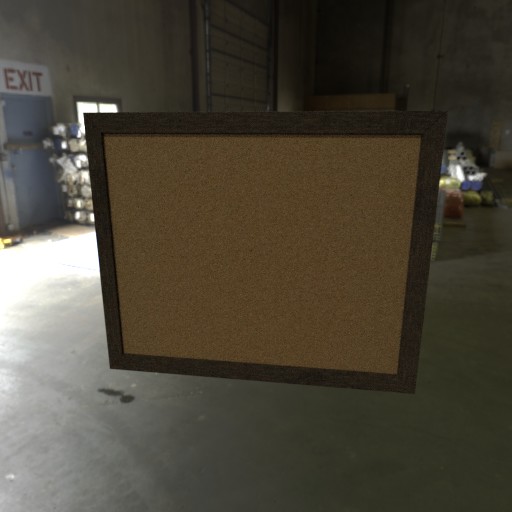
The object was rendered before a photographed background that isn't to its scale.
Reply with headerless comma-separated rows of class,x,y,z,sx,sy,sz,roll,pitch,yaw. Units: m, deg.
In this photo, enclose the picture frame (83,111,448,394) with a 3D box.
picture frame,0.000,0.000,0.735,0.546,0.455,0.026,2,17,8
